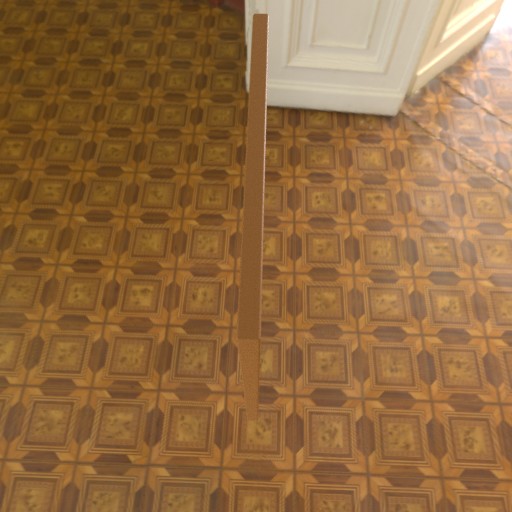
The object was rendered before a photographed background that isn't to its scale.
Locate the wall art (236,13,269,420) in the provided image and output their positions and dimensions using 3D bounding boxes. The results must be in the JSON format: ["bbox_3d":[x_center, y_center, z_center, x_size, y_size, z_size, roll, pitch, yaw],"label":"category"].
[{"bbox_3d":[0.000,0.000,0.507,0.015,0.379,0.310,2,63,1],"label":"wall art"}]
